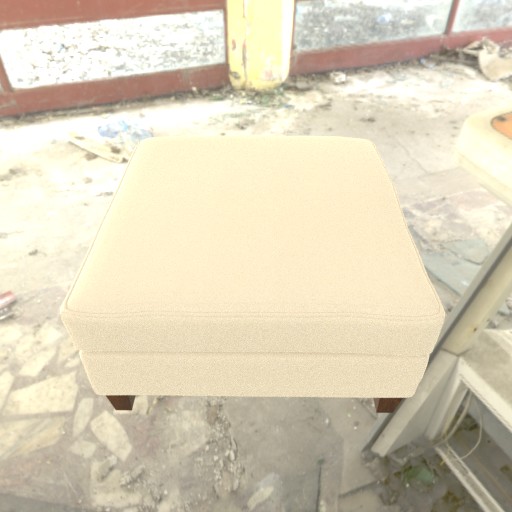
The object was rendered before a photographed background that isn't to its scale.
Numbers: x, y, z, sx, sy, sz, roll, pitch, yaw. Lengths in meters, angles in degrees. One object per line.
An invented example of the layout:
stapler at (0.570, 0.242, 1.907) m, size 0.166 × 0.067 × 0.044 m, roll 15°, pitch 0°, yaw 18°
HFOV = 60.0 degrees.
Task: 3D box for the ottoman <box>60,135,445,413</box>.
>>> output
ottoman at (0.000, 0.000, 1.351) m, size 0.838 × 0.479 × 0.838 m, roll 0°, pitch 41°, yaw 0°
